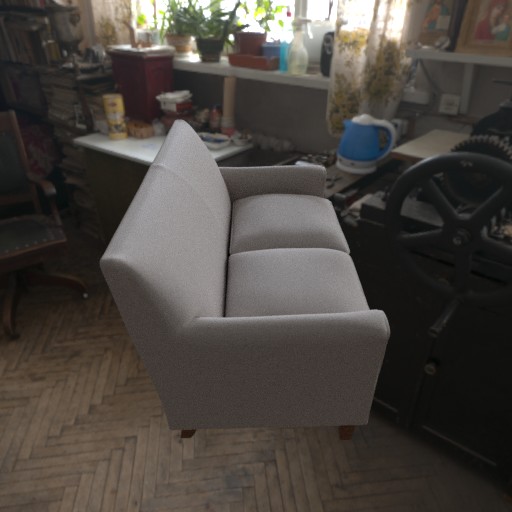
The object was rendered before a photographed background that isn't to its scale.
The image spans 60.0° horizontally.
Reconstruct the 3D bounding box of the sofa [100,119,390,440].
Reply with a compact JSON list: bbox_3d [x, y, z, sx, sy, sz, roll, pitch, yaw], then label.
[{"bbox_3d":[0.000,0.000,2.072,0.888,0.890,1.482,0,32,-1],"label":"sofa"}]
